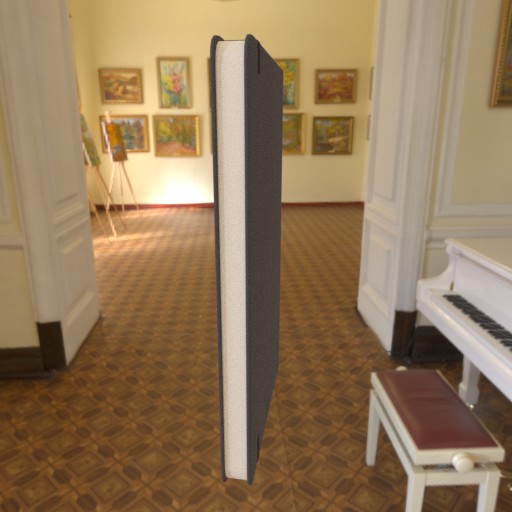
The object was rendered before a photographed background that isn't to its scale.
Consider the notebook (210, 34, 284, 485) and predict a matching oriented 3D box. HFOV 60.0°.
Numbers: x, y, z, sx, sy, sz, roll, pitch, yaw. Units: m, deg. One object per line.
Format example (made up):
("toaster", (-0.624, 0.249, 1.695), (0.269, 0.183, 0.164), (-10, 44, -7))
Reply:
("notebook", (0.000, 0.000, 0.256), (0.016, 0.213, 0.127), (3, 16, 9))
